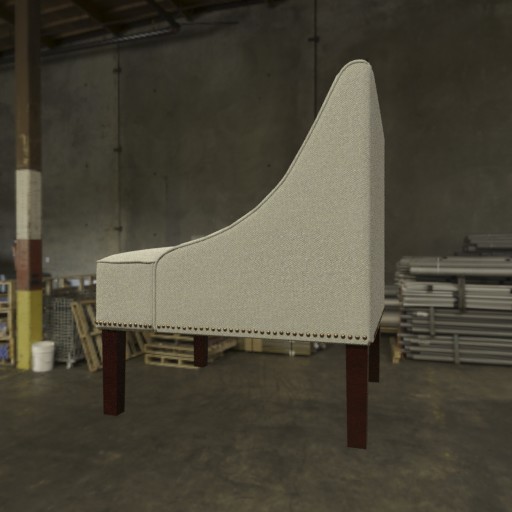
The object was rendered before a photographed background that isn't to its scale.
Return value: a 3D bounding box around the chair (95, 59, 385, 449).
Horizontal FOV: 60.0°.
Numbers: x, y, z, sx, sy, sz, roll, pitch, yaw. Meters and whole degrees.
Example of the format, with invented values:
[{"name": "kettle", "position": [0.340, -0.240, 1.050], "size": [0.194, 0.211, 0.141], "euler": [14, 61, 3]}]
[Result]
[{"name": "chair", "position": [0.000, 0.000, 1.376], "size": [0.748, 0.872, 0.628], "euler": [0, 0, 18]}]
